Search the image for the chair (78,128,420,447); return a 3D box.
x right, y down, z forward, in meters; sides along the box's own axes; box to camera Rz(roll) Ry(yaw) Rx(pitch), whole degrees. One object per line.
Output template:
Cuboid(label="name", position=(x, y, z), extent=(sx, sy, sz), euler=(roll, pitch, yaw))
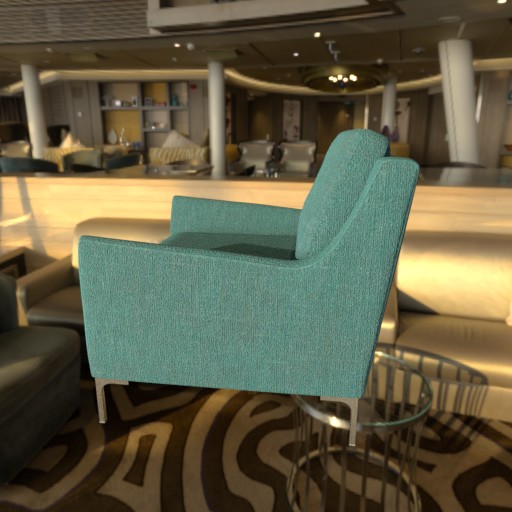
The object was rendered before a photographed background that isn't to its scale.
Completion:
Cuboid(label="chair", position=(0.000, 0.000, 1.507), extent=(0.849, 0.828, 0.847), euler=(2, 16, 8))
